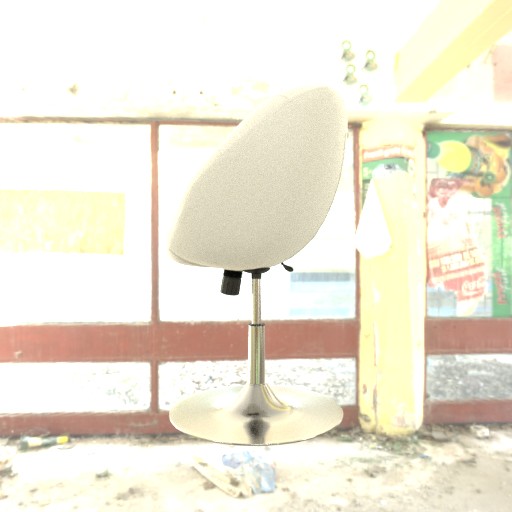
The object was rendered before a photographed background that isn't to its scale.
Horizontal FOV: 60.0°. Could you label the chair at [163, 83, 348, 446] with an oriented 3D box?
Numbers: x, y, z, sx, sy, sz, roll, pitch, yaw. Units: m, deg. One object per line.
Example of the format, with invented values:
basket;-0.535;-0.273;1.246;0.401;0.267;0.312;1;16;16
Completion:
chair;0.000;0.000;1.818;0.736;1.261;0.940;0;-1;17
